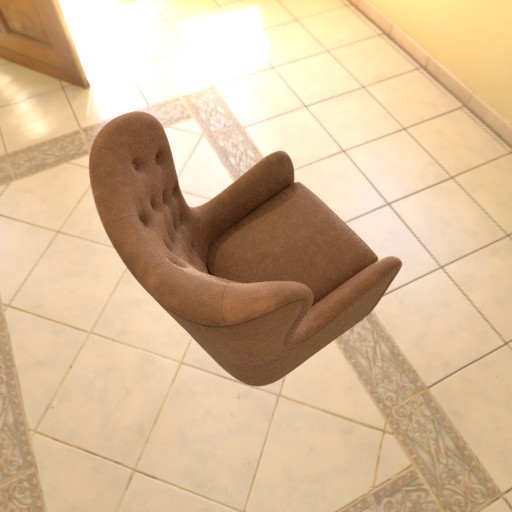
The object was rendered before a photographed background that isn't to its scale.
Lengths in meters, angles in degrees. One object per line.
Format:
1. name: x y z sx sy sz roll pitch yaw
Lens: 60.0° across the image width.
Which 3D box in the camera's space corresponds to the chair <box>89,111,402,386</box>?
1. chair: 0.000 0.000 1.741 0.930 1.079 0.831 -32 63 -18
